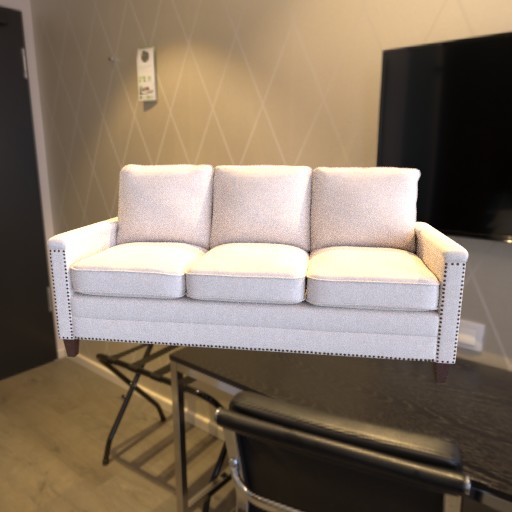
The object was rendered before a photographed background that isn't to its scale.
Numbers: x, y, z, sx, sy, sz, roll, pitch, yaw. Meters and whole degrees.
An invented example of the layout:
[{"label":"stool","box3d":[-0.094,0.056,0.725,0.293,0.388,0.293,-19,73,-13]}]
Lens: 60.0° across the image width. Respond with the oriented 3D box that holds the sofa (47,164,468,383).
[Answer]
[{"label":"sofa","box3d":[0.000,0.000,2.397,1.925,0.961,0.828,2,13,8]}]
